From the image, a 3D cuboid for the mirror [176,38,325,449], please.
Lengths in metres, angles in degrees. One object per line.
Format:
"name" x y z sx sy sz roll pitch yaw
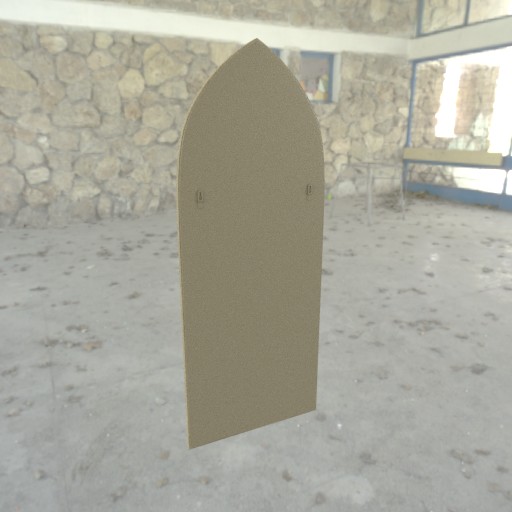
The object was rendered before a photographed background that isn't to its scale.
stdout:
"mirror" 0.000 0.000 1.309 0.464 1.175 0.025 -7 17 -25
